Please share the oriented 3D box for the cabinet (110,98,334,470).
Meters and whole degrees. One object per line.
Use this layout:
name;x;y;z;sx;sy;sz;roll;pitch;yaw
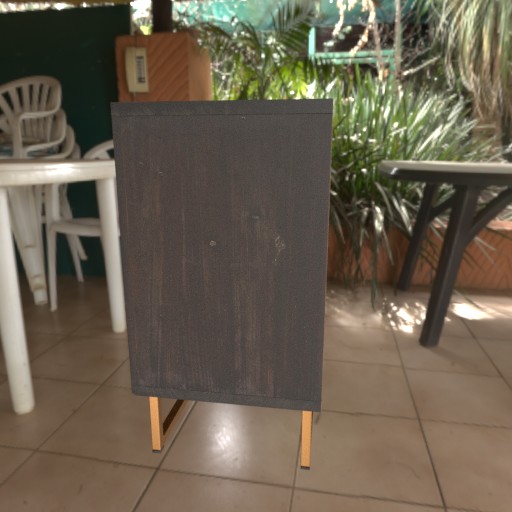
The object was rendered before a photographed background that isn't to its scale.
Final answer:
cabinet;0.000;0.000;1.429;0.451;0.860;0.950;2;14;9
